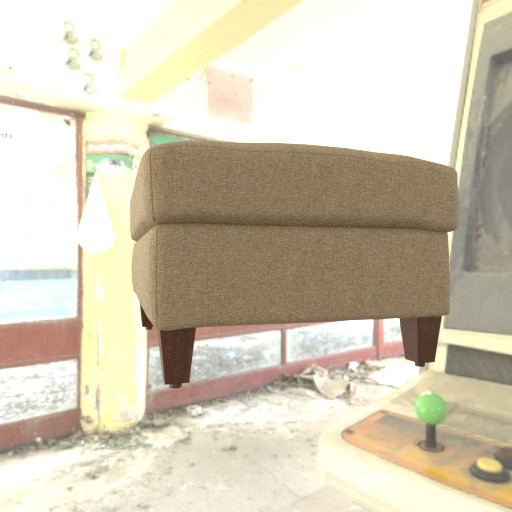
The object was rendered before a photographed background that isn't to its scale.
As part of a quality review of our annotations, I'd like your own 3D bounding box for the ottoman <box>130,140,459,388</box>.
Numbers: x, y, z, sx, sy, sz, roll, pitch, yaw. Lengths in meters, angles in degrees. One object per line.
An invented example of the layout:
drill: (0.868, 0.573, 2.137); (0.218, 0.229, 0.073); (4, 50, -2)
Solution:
ottoman: (0.000, 0.000, 1.291); (0.692, 0.511, 0.889); (0, 0, -18)
